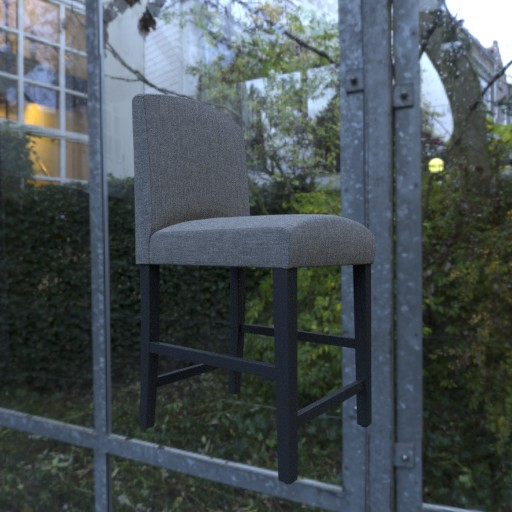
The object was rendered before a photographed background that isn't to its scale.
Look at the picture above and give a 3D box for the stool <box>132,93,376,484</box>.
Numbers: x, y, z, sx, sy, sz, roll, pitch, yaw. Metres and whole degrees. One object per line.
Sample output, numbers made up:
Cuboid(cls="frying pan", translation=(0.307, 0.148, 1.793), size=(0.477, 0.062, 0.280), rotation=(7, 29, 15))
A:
Cuboid(cls="stool", translation=(0.000, 0.000, 1.248), size=(0.552, 0.966, 0.451), rotation=(0, 1, 38))
